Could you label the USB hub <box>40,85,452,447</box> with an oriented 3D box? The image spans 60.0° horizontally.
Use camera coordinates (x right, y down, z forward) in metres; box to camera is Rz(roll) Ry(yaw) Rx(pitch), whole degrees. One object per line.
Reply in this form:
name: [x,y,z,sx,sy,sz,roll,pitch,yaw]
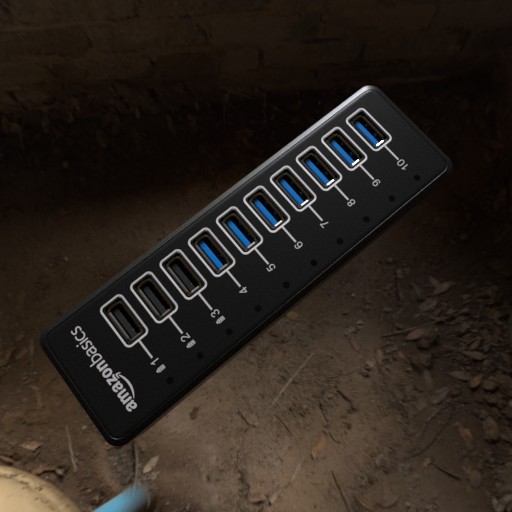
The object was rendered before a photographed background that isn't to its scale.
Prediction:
USB hub: [0.000,0.000,0.157,0.145,0.023,0.044,-39,79,-9]
